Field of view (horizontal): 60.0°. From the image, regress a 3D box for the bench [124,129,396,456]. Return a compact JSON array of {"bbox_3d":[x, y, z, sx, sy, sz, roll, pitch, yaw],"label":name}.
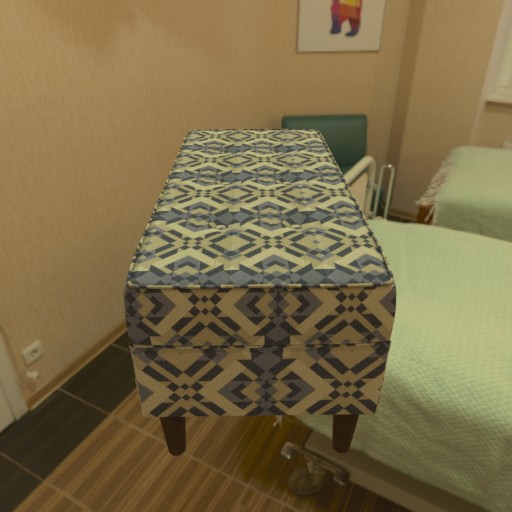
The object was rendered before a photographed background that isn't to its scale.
[{"bbox_3d":[0.000,0.000,1.286,0.492,0.477,1.016,0,31,-1],"label":"bench"}]
